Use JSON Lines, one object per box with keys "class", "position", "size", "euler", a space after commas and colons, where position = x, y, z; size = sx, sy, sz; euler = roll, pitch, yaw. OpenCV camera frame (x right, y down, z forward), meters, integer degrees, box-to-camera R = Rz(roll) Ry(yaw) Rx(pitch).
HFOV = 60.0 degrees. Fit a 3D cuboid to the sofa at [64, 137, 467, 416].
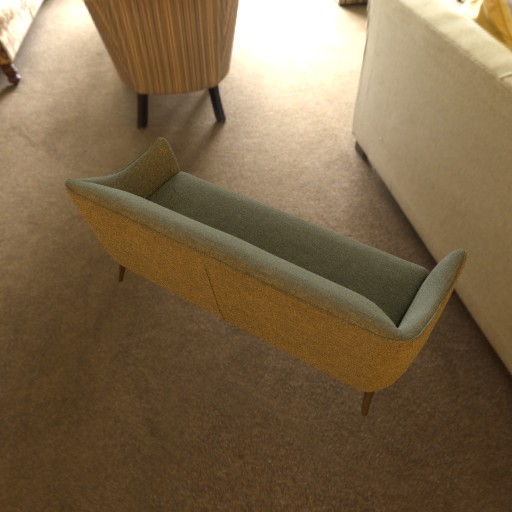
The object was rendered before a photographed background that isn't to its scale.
{"class": "sofa", "position": [0.000, 0.000, 2.388], "size": [1.928, 0.829, 0.867], "euler": [24, 52, 21]}
